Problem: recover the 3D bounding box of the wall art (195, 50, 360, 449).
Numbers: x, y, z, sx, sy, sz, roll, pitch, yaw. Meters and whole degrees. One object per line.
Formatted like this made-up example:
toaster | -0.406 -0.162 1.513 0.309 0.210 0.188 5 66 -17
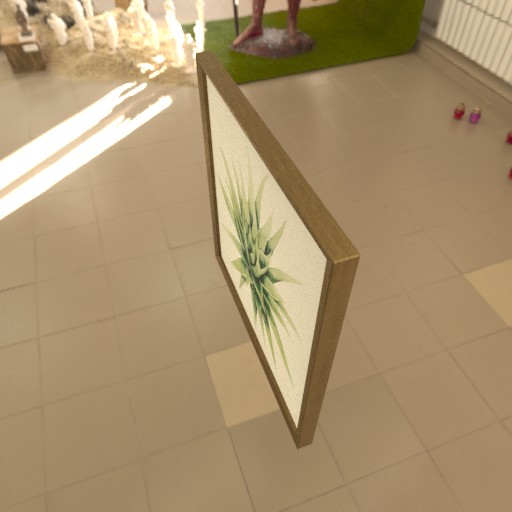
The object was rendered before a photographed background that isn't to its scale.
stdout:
wall art | 0.000 0.000 0.774 0.030 0.506 0.503 -15 49 -14
